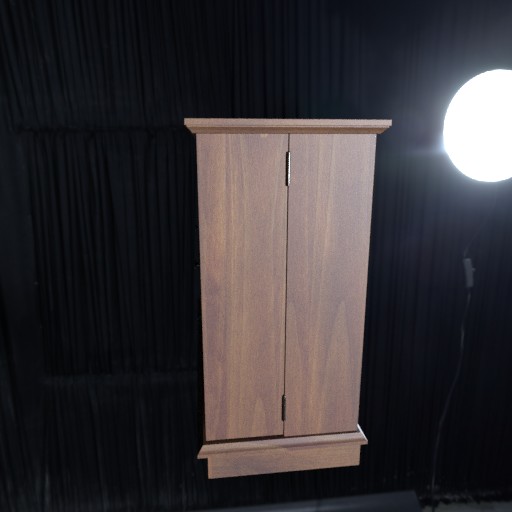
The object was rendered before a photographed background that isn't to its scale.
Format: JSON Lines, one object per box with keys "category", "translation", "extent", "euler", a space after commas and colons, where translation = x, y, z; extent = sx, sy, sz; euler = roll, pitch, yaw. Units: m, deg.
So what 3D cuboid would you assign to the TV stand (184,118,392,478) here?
{"category": "TV stand", "translation": [0.000, 0.000, 1.464], "extent": [0.406, 0.813, 1.067], "euler": [-2, 14, -7]}
